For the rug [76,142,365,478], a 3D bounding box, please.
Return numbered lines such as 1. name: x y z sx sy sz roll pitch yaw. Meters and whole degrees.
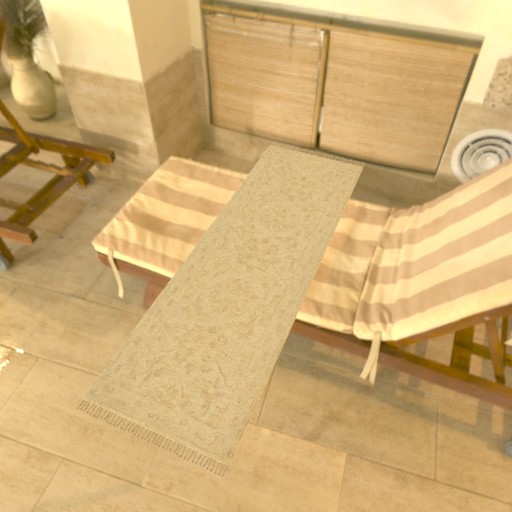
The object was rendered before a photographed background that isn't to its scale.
1. rug: 0.000 0.000 2.829 0.795 0.015 2.544 17 49 16
